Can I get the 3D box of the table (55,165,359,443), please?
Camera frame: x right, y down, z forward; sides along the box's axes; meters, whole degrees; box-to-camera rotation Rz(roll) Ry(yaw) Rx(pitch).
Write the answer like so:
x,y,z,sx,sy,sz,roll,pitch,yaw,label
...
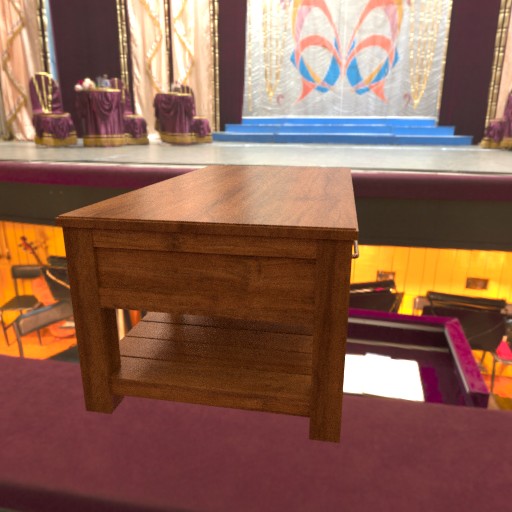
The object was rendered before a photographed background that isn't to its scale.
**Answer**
x,y,z,sx,sy,sz,roll,pitch,yaw,label
0.000,0.000,1.475,0.635,0.480,1.150,3,17,10,table
